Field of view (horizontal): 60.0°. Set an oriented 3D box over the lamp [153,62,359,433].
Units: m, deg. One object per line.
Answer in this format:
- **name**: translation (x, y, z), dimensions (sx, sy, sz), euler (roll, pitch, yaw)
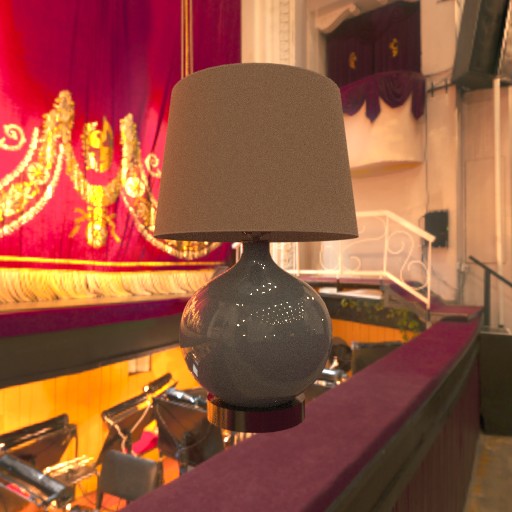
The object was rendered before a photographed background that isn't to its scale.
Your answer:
- **lamp**: translation (0.000, 0.000, 0.545), dimensions (0.247, 0.387, 0.247), euler (0, -1, 0)
